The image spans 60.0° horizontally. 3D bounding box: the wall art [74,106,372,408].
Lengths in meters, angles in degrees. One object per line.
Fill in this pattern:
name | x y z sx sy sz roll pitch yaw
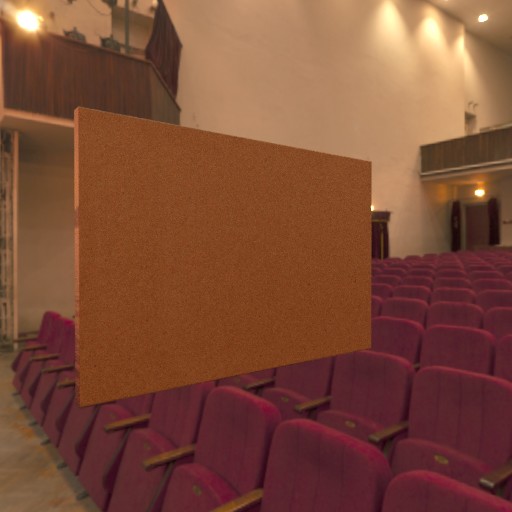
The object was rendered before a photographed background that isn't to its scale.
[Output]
wall art | 0.000 0.000 0.794 0.615 0.410 0.021 0 1 -37
